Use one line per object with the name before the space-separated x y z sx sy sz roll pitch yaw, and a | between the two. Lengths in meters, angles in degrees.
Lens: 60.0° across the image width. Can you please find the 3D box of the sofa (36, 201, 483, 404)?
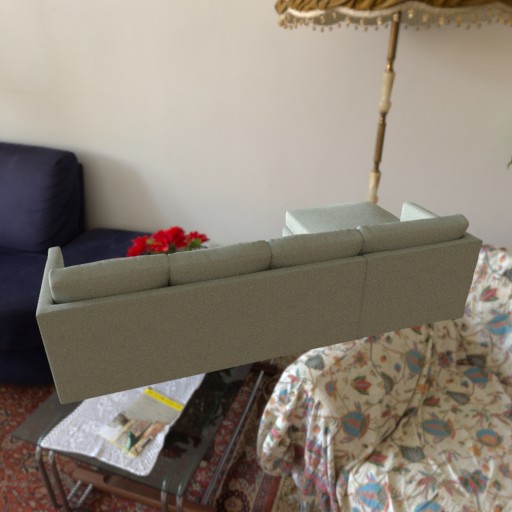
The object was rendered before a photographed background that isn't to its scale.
sofa | 0.000 0.000 3.782 3.205 0.922 1.650 -9 29 -16
